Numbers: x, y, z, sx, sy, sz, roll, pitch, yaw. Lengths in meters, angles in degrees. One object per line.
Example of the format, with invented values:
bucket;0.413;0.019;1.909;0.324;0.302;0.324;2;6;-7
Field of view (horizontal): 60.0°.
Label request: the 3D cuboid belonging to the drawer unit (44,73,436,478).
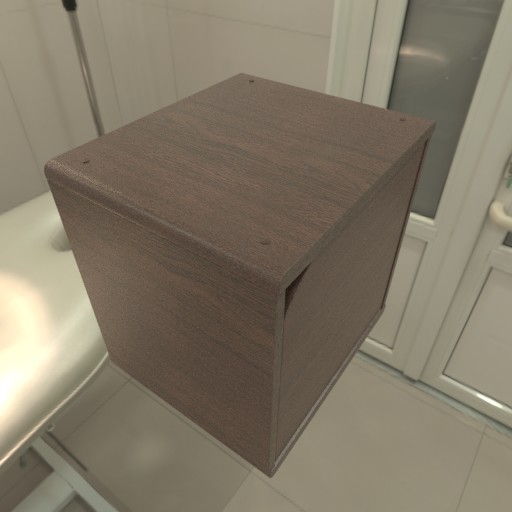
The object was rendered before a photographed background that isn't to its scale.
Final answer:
drawer unit;0.000;0.000;0.601;0.290;0.344;0.344;25;47;26
